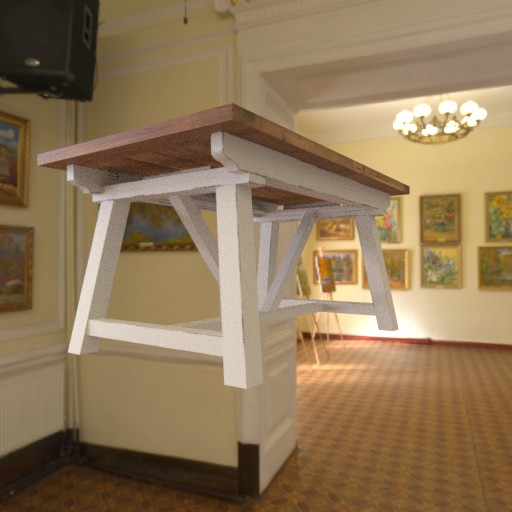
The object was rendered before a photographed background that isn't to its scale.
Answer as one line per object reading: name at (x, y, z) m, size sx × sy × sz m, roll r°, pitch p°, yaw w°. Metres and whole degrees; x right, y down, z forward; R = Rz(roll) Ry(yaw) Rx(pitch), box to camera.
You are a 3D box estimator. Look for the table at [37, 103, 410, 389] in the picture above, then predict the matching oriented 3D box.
table at (0.000, 0.000, 1.985) m, size 0.922 × 0.743 × 1.503 m, roll -1°, pitch -1°, yaw 35°
